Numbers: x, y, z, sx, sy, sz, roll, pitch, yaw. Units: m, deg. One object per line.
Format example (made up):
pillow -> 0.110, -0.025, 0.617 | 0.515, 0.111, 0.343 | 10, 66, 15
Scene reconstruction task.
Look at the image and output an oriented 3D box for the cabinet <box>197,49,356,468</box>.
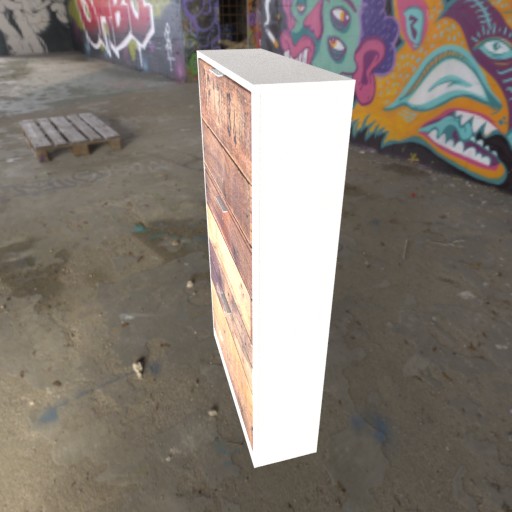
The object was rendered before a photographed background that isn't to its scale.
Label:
cabinet -> 0.000, 0.000, 1.586 | 0.250, 1.280, 0.750 | -8, 31, -13
